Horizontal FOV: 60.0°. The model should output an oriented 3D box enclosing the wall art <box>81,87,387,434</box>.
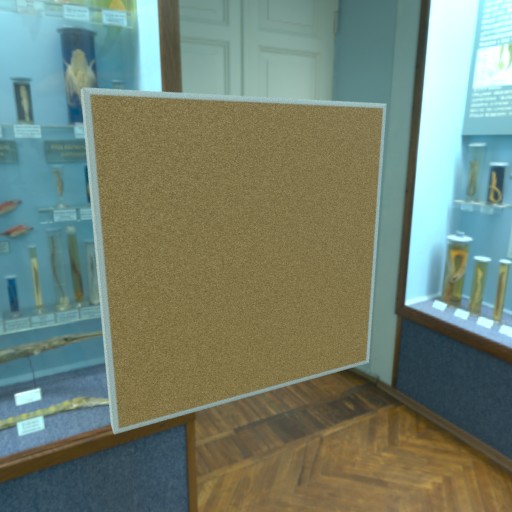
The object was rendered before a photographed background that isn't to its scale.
[{"bbox_3d":[0.000,0.000,1.132,0.768,0.765,0.041,-7,16,-26],"label":"wall art"}]
